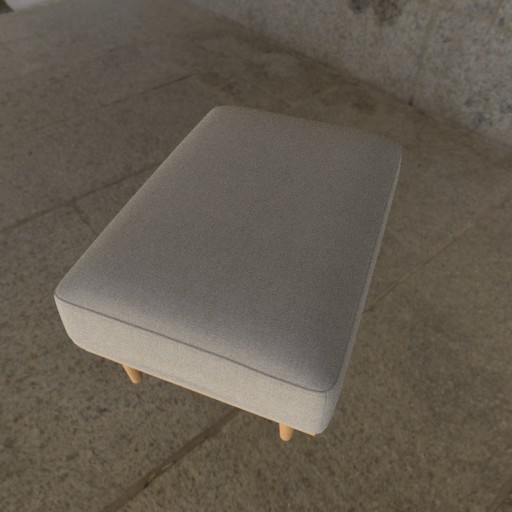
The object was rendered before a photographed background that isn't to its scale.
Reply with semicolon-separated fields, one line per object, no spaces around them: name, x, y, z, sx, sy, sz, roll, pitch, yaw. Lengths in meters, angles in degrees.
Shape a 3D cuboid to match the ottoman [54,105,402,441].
ottoman;0.000;0.000;1.077;0.549;0.428;0.749;16;49;14
